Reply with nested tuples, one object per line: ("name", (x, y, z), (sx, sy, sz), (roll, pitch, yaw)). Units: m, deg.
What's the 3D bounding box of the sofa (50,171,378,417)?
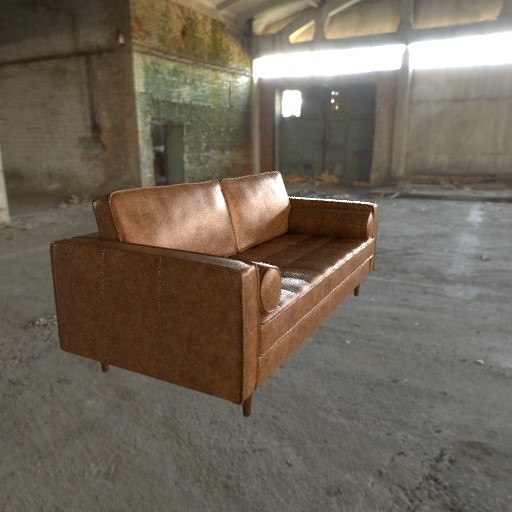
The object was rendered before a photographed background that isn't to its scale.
("sofa", (0.000, 0.000, 2.437), (0.924, 0.825, 1.920), (7, 16, 27))
